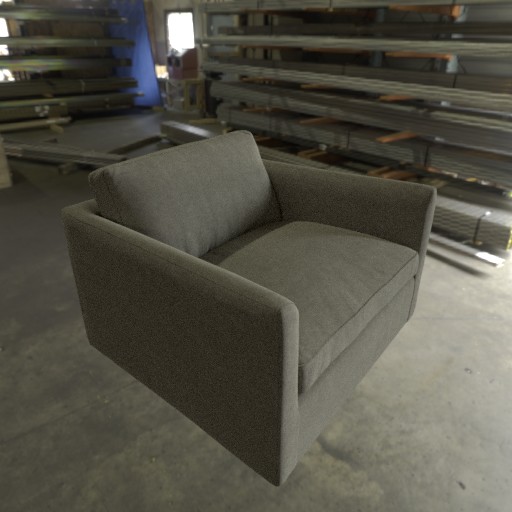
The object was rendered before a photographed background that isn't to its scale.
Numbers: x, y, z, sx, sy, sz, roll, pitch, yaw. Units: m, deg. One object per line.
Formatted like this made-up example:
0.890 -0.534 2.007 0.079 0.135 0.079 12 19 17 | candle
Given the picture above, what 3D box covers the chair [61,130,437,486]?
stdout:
0.000 0.000 1.843 1.091 0.845 1.190 19 32 33 | chair
